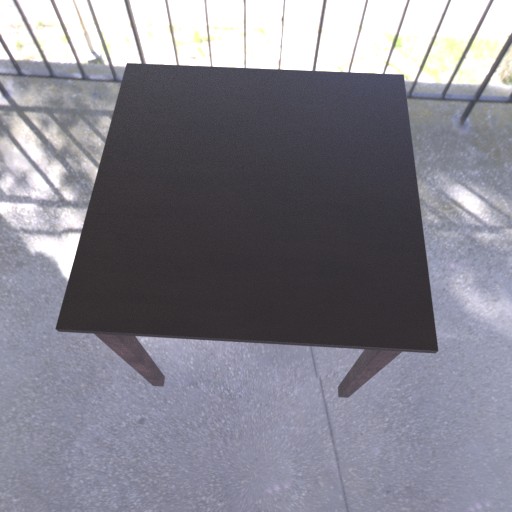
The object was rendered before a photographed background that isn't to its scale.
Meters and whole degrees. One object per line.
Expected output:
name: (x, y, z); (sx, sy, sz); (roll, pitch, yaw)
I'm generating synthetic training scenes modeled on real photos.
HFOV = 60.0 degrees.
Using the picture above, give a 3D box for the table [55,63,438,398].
table: (0.000, 0.000, 1.374); (0.749, 0.770, 0.749); (3, 64, 1)
